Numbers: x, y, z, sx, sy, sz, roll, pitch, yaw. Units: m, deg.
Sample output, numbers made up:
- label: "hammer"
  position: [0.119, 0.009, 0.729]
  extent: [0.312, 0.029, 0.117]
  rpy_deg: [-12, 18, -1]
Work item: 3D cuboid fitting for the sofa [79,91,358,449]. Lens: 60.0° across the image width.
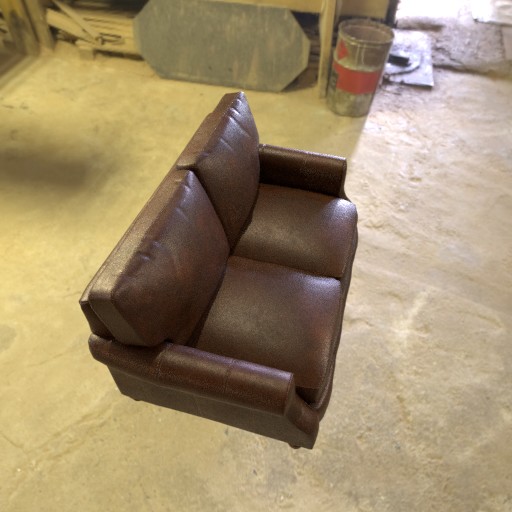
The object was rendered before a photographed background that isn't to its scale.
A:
- label: "sofa"
  position: [0.000, 0.000, 2.232]
  extent: [0.990, 0.976, 1.616]
  rpy_deg: [12, 48, 11]
